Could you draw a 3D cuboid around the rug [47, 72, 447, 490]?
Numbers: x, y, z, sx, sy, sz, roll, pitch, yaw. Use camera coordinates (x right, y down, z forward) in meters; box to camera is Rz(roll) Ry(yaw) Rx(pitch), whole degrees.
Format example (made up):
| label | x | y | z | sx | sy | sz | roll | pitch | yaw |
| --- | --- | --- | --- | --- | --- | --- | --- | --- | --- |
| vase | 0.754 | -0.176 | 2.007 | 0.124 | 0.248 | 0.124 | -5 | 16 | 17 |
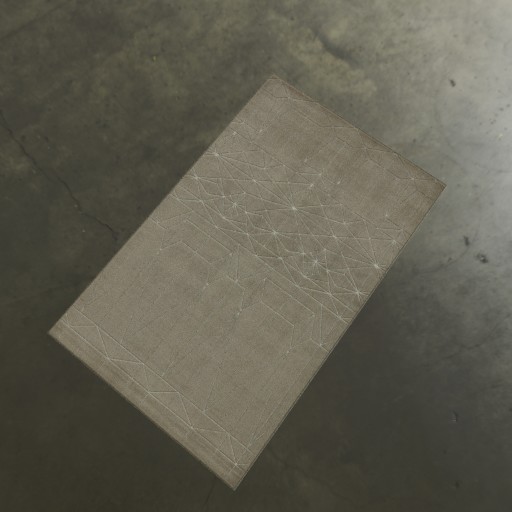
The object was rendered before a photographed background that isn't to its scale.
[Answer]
| label | x | y | z | sx | sy | sz | roll | pitch | yaw |
| --- | --- | --- | --- | --- | --- | --- | --- | --- | --- |
| rug | 0.000 | 0.000 | 2.980 | 1.524 | 0.012 | 2.438 | 36 | 78 | 9 |
